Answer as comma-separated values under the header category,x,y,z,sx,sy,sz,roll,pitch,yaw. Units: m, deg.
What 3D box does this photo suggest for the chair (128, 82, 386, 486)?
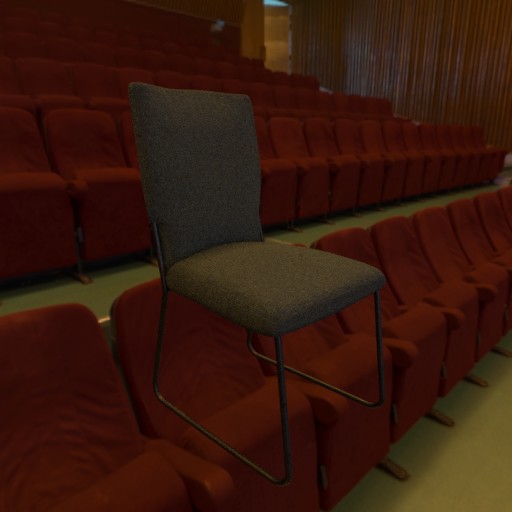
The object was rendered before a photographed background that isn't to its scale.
category,x,y,z,sx,sy,sz,roll,pitch,yaw
chair,0.000,0.000,1.255,0.635,0.931,0.480,14,20,42
